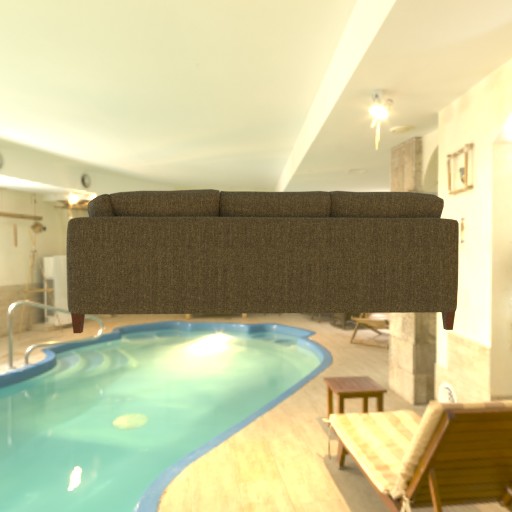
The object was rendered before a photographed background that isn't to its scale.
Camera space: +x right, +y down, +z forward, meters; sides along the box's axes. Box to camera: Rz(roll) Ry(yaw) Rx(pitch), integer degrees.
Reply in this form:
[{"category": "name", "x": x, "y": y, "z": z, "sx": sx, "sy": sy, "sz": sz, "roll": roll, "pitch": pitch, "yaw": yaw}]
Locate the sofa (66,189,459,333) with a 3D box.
[{"category": "sofa", "x": 0.000, "y": 0.000, "z": 4.488, "sx": 2.593, "sy": 0.947, "sz": 3.302, "roll": 0, "pitch": 1, "yaw": -3}]
